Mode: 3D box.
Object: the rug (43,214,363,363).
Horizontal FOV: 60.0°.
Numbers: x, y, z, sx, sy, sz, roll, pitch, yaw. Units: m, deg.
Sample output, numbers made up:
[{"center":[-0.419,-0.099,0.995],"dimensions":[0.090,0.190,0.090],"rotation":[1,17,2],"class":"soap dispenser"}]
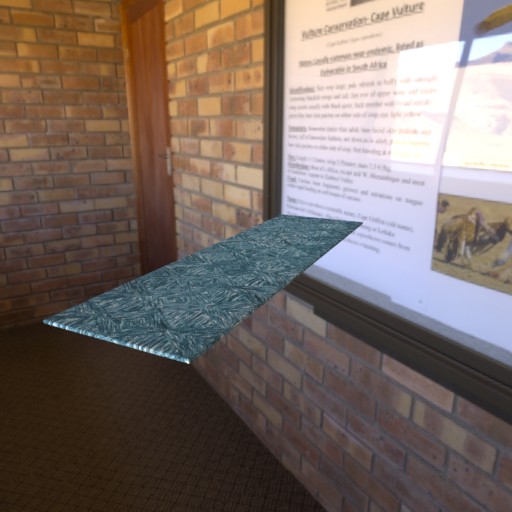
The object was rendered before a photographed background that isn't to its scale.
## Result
[{"center":[0.000,0.000,2.523],"dimensions":[0.676,0.016,2.286],"rotation":[8,19,25],"class":"rug"}]
